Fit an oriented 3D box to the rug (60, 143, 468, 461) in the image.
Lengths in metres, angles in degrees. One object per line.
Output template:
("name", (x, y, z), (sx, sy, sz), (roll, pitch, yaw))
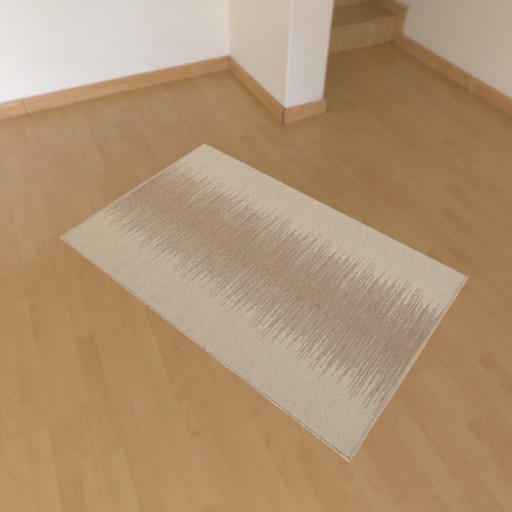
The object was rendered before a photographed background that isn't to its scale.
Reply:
("rug", (0.000, 0.000, 3.090), (2.440, 0.012, 1.522), (31, 56, 25))
